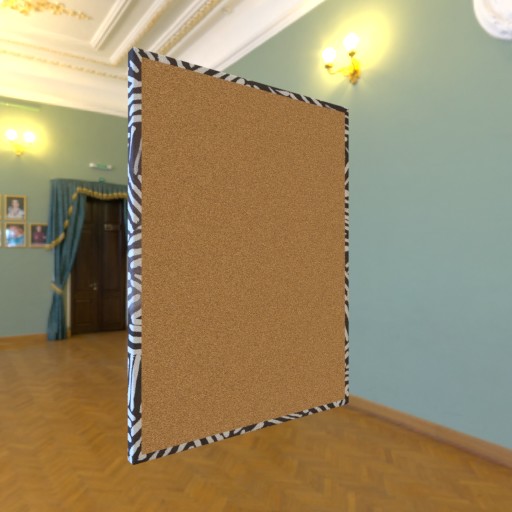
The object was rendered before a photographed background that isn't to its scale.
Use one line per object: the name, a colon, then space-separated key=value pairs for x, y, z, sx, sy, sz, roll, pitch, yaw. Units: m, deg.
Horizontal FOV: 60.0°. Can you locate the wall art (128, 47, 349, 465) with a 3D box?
wall art: x=0.000 y=0.000 z=1.313 sx=0.765 sy=1.017 sz=0.038 roll=0 pitch=0 yaw=-36
